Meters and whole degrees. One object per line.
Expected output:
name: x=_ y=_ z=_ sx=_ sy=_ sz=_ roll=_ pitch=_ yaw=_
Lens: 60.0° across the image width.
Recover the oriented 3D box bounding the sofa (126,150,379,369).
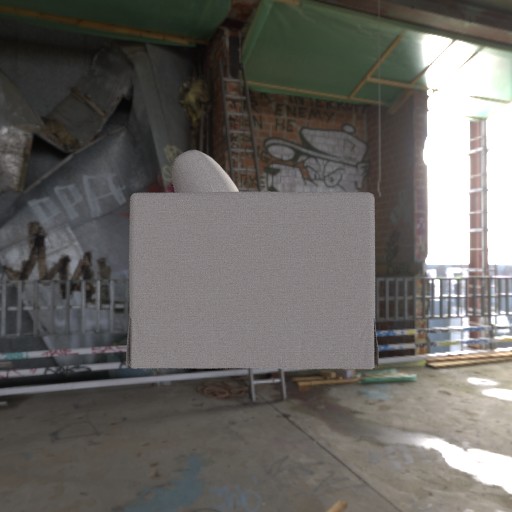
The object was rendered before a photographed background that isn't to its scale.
sofa: x=0.000 y=0.000 z=2.731 sx=0.954 sy=0.881 sz=2.163 roll=0 pitch=-1 yaw=1
